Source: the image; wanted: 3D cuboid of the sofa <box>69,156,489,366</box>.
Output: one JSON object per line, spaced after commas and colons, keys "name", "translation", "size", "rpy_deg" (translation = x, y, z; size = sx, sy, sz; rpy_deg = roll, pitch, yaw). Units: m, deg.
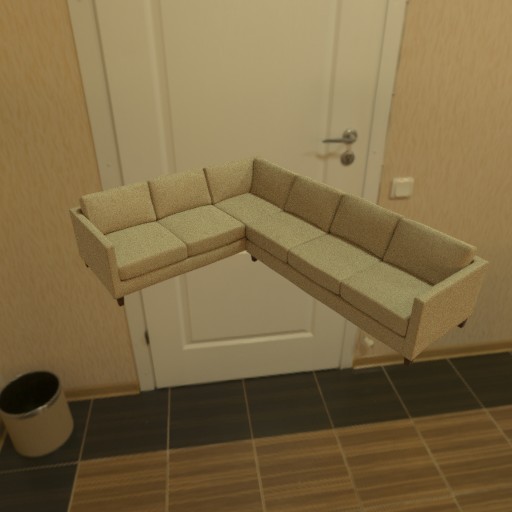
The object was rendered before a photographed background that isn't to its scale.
{"name": "sofa", "translation": [0.000, 0.000, 4.214], "size": [2.432, 0.863, 3.182], "rpy_deg": [-21, 37, -32]}
